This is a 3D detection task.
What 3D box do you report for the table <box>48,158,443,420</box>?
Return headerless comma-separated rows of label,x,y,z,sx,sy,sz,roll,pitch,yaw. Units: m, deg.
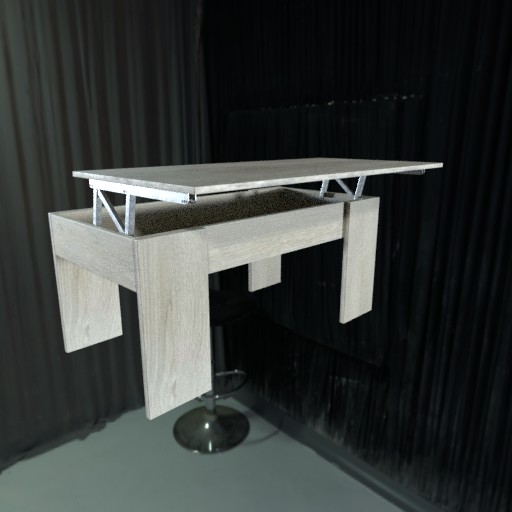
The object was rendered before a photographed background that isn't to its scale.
table,0.000,0.000,1.413,1.000,0.570,0.711,-15,21,-43
